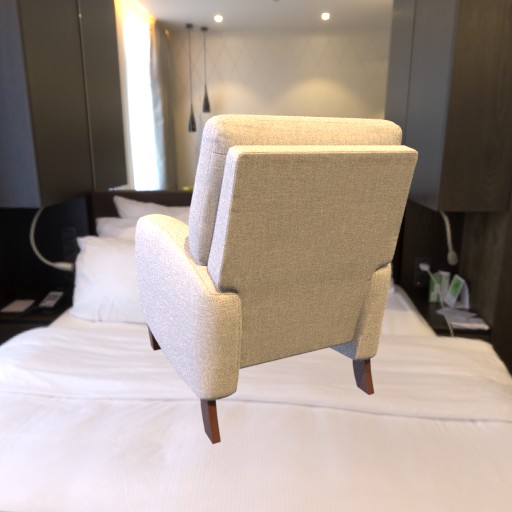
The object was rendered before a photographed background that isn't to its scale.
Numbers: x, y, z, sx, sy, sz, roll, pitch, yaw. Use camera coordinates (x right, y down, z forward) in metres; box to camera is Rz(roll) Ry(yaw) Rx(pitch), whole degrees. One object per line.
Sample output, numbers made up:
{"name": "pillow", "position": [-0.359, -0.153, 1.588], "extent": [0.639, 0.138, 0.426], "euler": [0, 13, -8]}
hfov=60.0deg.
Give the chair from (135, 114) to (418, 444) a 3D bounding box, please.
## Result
{"name": "chair", "position": [0.000, 0.000, 1.713], "extent": [0.762, 0.990, 0.990], "euler": [-7, 16, -26]}
